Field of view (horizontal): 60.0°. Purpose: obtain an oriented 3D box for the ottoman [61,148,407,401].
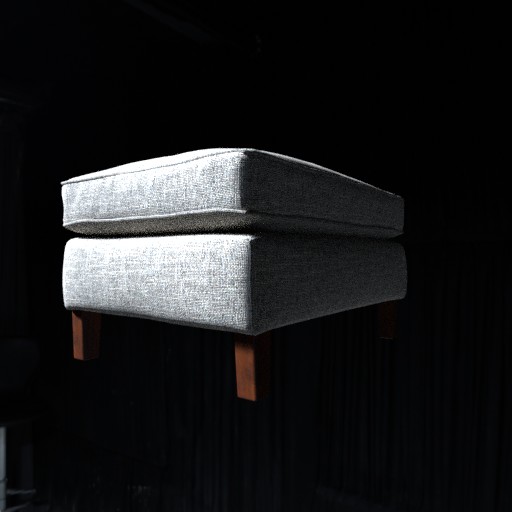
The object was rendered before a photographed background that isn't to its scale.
[{"bbox_3d":[0.000,0.000,0.996,0.508,0.406,0.686,0,0,36],"label":"ottoman"}]
